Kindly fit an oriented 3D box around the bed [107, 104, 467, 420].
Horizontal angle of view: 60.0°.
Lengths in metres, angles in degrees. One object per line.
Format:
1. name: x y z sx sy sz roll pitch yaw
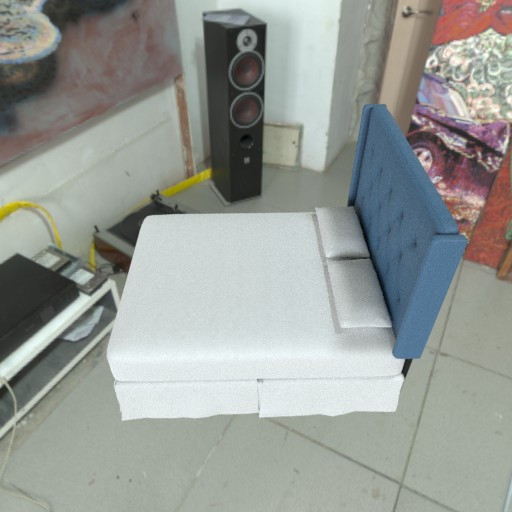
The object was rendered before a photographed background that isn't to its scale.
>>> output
1. bed: 0.000 0.000 3.340 2.078 1.665 1.719 -1 41 -1
